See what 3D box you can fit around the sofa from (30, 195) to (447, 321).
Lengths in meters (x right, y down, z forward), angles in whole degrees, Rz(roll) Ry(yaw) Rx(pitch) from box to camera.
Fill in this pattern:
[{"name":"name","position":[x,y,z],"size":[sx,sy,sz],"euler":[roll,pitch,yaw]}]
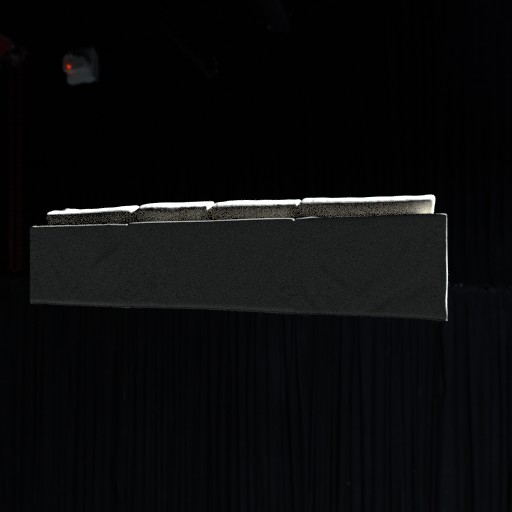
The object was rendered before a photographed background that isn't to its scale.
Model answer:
[{"name":"sofa","position":[0.000,0.000,4.532],"size":[3.464,0.882,2.448],"euler":[0,0,18]}]
